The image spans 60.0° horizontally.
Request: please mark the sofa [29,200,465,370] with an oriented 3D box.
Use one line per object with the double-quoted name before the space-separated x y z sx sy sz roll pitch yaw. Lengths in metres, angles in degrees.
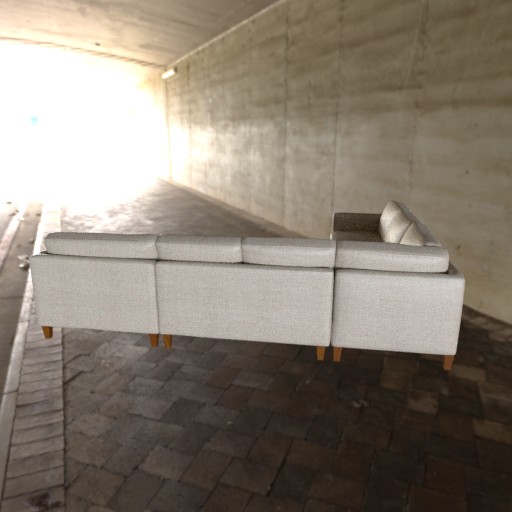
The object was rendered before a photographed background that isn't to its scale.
"sofa" 0.000 0.000 4.670 3.460 0.961 2.594 3 16 9
